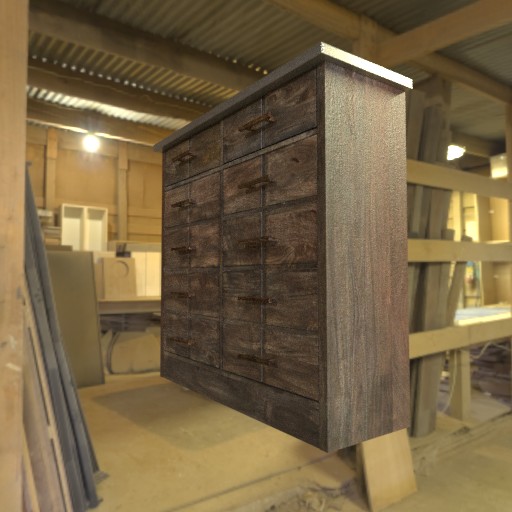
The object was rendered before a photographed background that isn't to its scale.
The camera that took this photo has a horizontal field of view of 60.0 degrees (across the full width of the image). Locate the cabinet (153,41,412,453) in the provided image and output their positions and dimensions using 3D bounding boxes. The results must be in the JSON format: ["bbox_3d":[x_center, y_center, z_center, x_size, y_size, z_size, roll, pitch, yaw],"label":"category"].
[{"bbox_3d":[0.000,0.000,1.461,0.338,0.919,0.968,2,-3,-35],"label":"cabinet"}]
